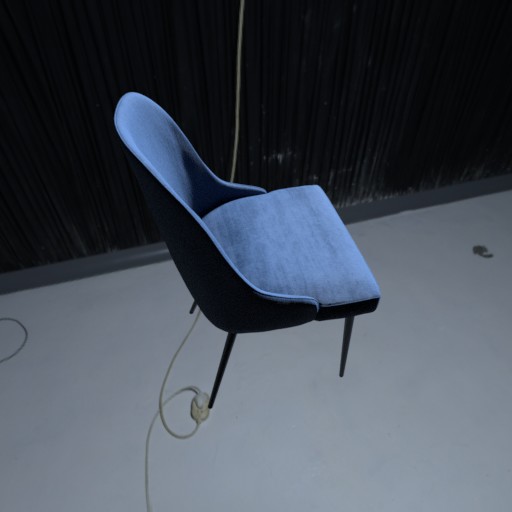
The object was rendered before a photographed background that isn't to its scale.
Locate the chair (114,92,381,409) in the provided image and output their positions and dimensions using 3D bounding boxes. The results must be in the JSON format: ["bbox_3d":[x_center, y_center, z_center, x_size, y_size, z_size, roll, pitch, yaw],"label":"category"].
[{"bbox_3d":[0.000,0.000,1.215,0.559,0.896,0.478,-11,48,-10],"label":"chair"}]
